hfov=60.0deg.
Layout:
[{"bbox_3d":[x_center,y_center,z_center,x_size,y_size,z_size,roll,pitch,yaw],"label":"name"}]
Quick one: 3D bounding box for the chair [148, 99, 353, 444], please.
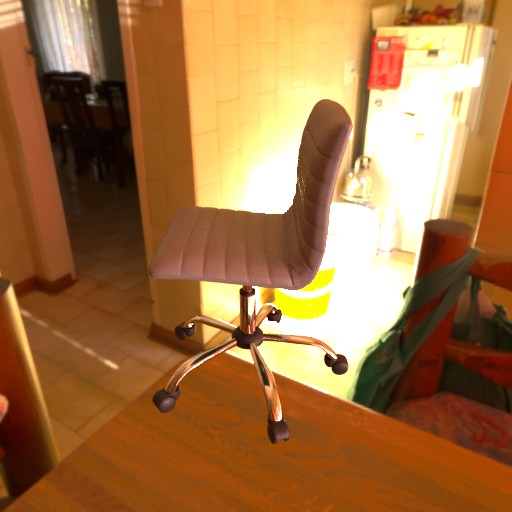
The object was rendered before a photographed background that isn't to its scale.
[{"bbox_3d":[0.000,0.000,1.153,0.542,0.750,0.569,1,26,1],"label":"chair"}]
